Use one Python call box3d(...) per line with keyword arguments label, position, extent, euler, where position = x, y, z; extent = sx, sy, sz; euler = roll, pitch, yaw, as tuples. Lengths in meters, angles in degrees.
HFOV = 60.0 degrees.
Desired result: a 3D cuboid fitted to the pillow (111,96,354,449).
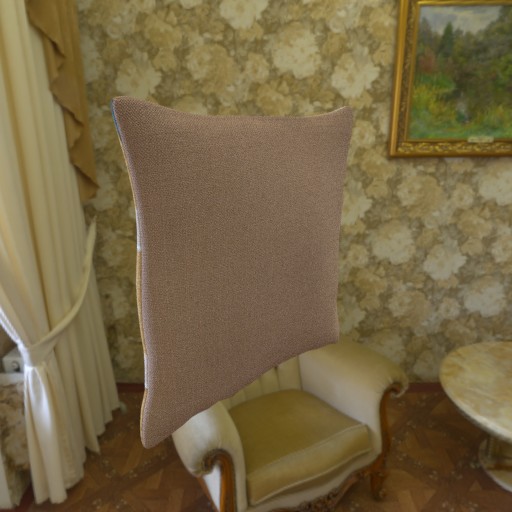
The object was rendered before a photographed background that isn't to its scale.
box3d(label="pillow", position=(0.000, 0.000, 0.730), extent=(0.158, 0.479, 0.478), euler=(16, 23, 43))
